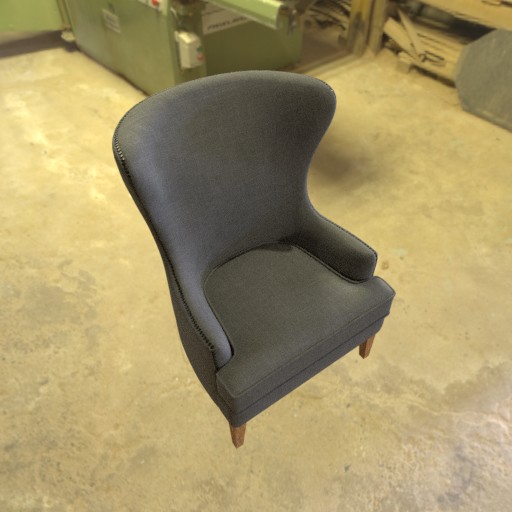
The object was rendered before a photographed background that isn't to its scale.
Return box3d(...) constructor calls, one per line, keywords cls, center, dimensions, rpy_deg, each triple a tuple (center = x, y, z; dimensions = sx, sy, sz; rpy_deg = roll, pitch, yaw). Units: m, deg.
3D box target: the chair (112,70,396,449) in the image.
box3d(cls="chair", center=(0.000, 0.000, 1.837), dimensions=(0.864, 1.176, 0.883), rpy_deg=(-27, 51, -24))
